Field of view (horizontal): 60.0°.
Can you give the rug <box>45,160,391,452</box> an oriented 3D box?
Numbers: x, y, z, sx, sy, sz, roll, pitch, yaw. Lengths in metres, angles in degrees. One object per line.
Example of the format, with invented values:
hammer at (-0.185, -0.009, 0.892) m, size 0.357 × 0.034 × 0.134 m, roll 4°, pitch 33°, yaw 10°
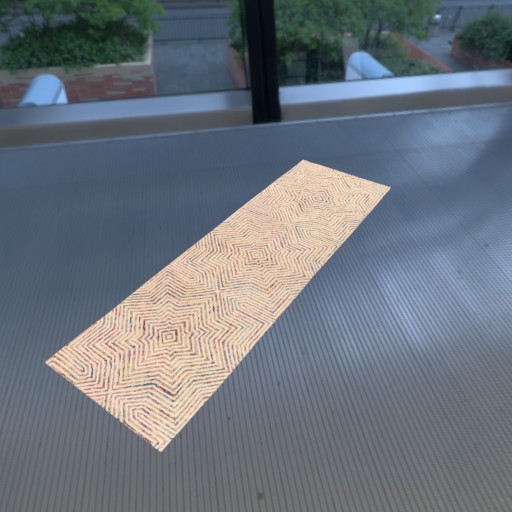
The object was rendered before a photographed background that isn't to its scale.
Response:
rug at (0.000, 0.000, 2.714) m, size 0.771 × 0.009 × 2.443 m, roll 24°, pitch 46°, yaw 26°
